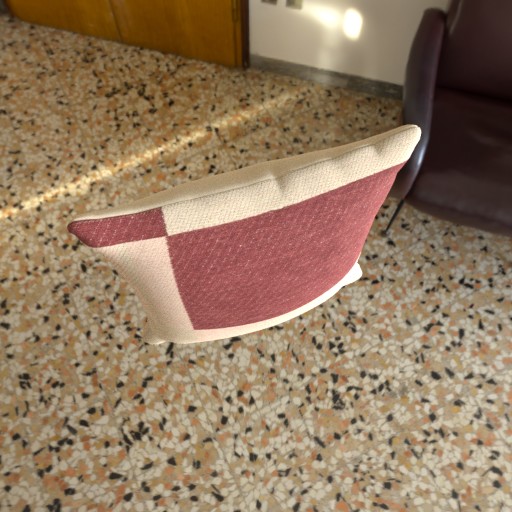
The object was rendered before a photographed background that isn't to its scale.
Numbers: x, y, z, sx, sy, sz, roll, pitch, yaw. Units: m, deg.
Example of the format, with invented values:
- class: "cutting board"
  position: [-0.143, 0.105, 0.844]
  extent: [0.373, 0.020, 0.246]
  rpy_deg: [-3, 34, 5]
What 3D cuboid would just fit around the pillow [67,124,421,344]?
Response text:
- class: "pillow"
  position: [0.000, 0.000, 0.821]
  extent: [0.536, 0.506, 0.229]
  rpy_deg: [-16, 64, -8]
